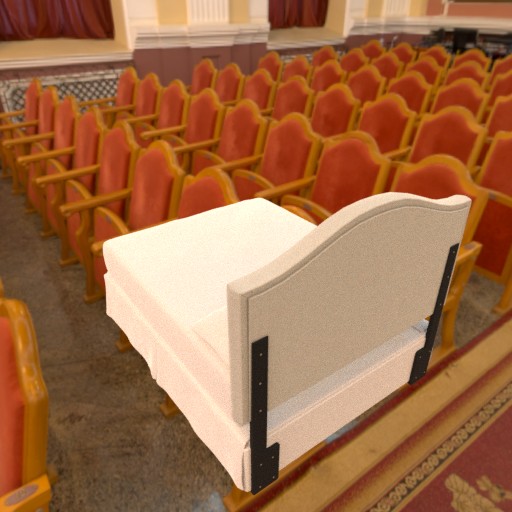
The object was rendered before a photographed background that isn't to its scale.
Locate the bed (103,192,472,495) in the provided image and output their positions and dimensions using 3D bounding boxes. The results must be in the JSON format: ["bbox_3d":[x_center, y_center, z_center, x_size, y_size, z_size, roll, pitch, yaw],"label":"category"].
[{"bbox_3d":[0.000,0.000,3.310,1.813,1.607,2.180,-20,35,-31],"label":"bed"}]
